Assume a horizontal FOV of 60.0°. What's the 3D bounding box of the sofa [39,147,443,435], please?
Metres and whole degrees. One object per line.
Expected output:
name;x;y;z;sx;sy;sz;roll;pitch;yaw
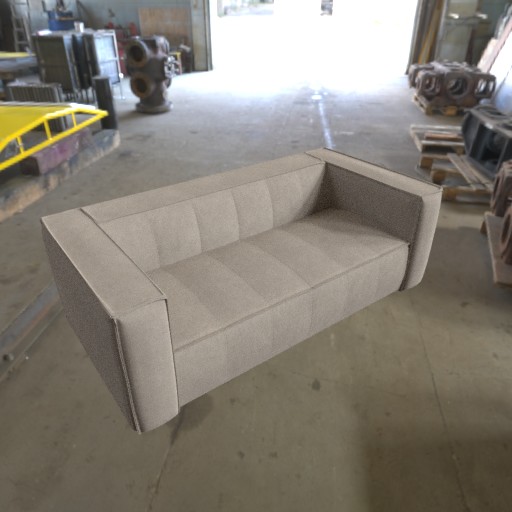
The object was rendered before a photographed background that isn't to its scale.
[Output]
sofa;0.000;0.000;2.518;1.995;0.680;1.038;-21;36;-31
